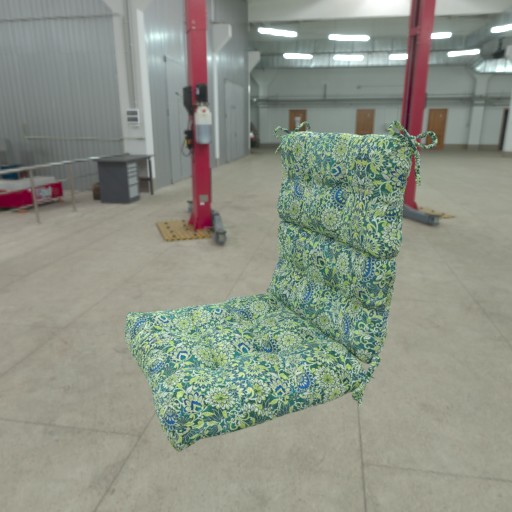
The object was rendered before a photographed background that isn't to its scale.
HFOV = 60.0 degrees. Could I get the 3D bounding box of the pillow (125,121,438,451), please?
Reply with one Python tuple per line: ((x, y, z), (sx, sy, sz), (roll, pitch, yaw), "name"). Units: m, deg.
((0.000, 0.000, 1.036), (0.571, 0.605, 0.519), (-8, 19, -24), "pillow")
